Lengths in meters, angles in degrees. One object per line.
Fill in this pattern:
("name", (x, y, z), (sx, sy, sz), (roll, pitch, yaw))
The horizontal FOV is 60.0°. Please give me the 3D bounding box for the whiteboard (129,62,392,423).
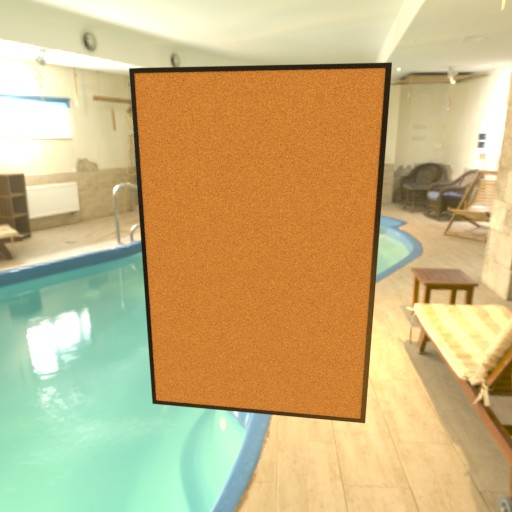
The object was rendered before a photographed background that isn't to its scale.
("whiteboard", (0.000, 0.000, 0.769), (0.406, 0.611, 0.026), (2, 15, 8))
